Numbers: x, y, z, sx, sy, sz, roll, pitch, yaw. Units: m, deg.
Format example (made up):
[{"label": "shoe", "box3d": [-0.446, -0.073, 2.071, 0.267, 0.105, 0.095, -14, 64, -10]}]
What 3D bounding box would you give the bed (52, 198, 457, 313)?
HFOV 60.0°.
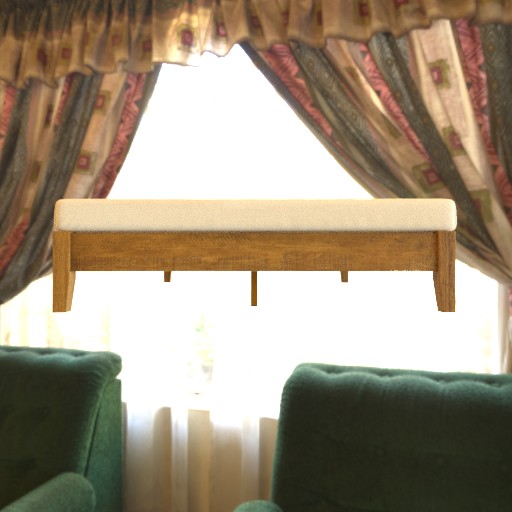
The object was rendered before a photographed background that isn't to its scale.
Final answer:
[{"label": "bed", "box3d": [0.000, 0.000, 2.665, 1.536, 0.431, 2.016, 0, 0, 0]}]
